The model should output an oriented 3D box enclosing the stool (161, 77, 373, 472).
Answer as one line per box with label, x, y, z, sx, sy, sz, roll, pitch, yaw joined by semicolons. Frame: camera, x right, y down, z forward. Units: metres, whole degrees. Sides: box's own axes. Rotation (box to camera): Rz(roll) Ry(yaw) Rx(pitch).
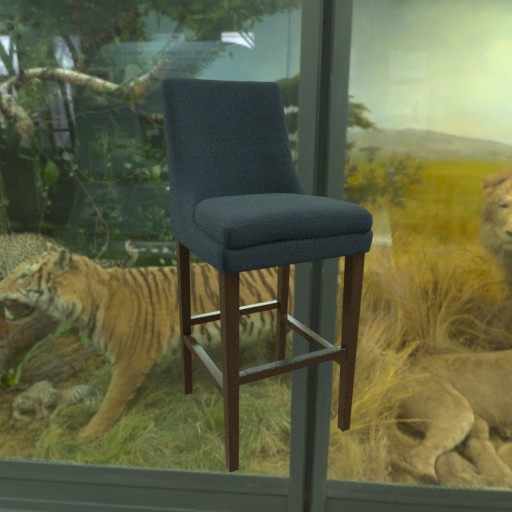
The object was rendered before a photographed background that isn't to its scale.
stool;0.000;0.000;1.398;0.470;1.078;0.577;-8;18;-25
